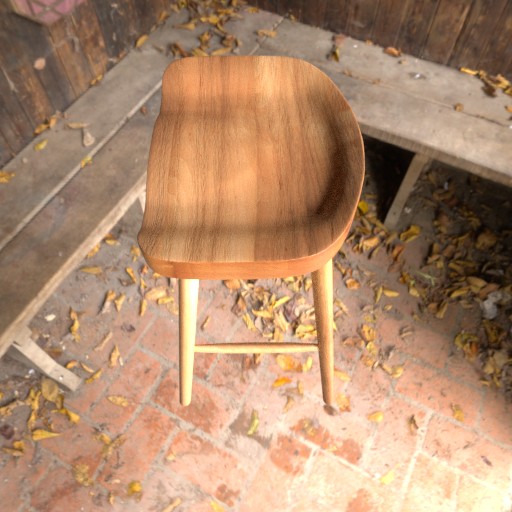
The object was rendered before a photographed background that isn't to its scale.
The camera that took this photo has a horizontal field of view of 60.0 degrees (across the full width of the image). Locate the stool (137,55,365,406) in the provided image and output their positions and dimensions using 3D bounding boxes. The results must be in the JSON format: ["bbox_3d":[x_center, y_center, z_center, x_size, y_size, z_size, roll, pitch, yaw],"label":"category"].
[{"bbox_3d":[0.000,0.000,0.887,0.361,0.615,0.440,0,58,0],"label":"stool"}]
